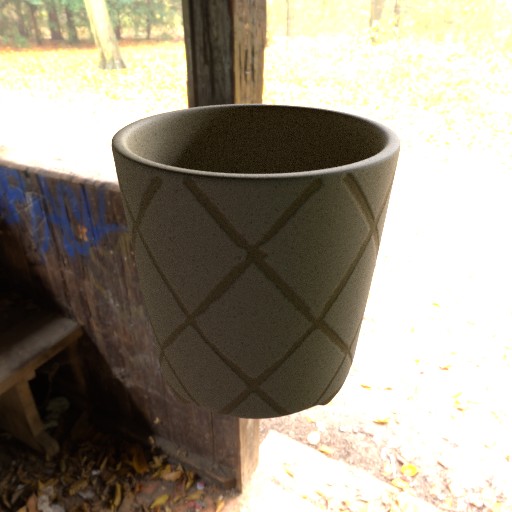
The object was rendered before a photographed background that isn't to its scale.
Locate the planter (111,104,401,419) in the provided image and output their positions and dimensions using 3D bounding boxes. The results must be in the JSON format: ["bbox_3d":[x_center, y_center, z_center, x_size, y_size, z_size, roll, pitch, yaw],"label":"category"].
[{"bbox_3d":[0.000,0.000,0.418,0.228,0.235,0.228,0,30,0],"label":"planter"}]
